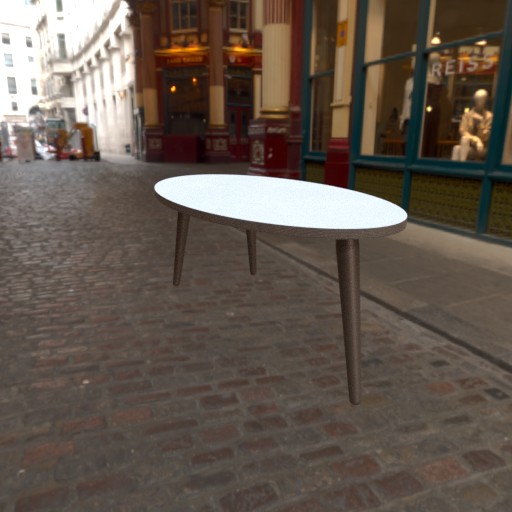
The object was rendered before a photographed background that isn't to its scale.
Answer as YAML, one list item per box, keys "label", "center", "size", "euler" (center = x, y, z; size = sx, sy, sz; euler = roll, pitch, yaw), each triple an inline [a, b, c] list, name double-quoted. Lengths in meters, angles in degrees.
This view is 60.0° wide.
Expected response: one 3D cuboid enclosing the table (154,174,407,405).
- label: "table"
  center: [0.000, 0.000, 1.339]
  size: [0.542, 0.390, 1.083]
  euler: [-7, 17, -23]
